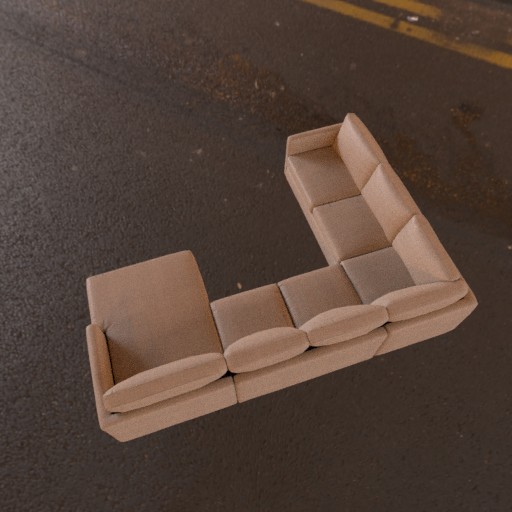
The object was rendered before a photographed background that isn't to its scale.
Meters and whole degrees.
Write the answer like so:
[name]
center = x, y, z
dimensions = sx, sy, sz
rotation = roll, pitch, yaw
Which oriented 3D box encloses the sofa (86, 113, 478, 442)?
[sofa]
center = 0.000, 0.000, 4.580
dimensions = 3.460, 0.961, 2.594
rotation = -16, 60, -9
